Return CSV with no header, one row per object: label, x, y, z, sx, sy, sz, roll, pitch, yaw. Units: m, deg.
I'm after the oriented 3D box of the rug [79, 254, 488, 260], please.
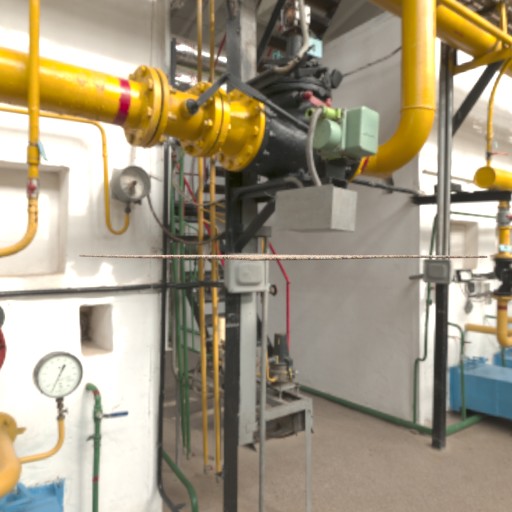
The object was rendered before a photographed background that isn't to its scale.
rug,0.000,0.000,4.225,2.436,0.024,3.226,0,0,-36
